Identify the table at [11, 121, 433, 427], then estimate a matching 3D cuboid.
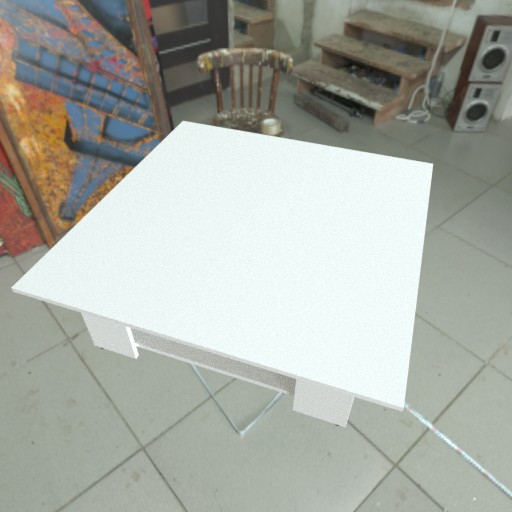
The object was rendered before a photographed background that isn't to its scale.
[{"bbox_3d":[0.000,0.000,1.329,0.890,0.305,0.890,14,45,14],"label":"table"}]
